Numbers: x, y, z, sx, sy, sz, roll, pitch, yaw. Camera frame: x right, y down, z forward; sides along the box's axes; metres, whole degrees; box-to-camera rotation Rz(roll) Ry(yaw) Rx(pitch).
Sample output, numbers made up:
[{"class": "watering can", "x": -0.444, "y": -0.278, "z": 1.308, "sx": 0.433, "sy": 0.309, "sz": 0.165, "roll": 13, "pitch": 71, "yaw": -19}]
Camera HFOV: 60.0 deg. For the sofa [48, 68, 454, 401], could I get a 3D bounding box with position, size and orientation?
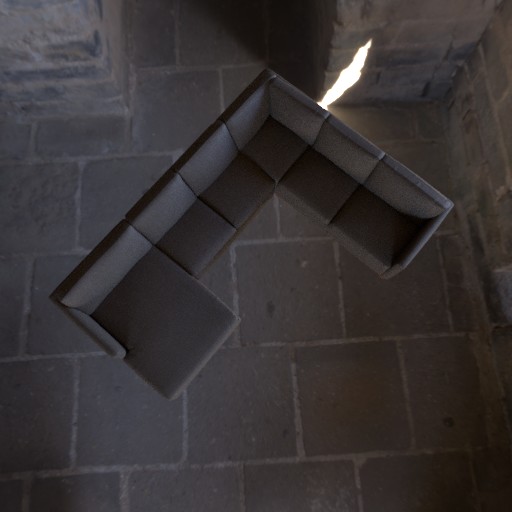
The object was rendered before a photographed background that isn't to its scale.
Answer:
[{"class": "sofa", "x": 0.000, "y": 0.000, "z": 4.756, "sx": 2.594, "sy": 0.961, "sz": 3.460, "roll": 39, "pitch": 80, "yaw": 8}]
